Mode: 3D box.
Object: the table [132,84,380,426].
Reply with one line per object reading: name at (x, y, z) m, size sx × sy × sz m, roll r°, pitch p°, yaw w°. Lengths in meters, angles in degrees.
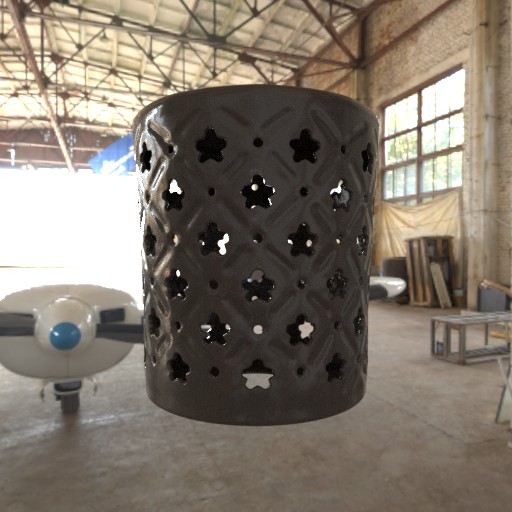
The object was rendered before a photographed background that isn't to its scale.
table at (0.000, 0.000, 0.655) m, size 0.352 × 0.387 × 0.352 m, roll 0°, pitch 1°, yaw 0°
